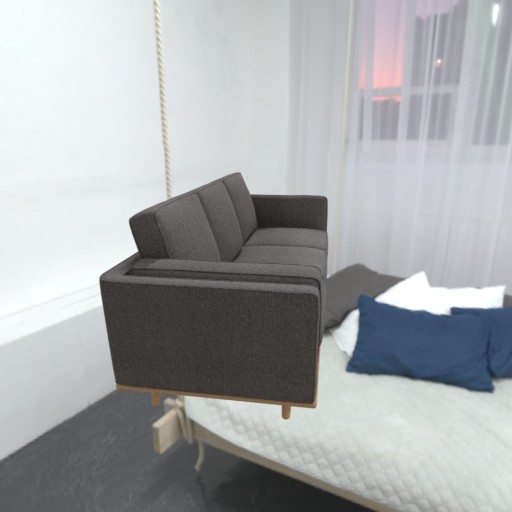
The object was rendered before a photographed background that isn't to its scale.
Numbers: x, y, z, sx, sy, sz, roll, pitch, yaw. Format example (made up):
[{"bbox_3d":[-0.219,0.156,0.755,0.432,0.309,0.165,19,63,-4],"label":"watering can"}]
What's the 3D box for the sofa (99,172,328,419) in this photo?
[{"bbox_3d":[0.000,0.000,2.819,0.903,0.899,2.362,3,16,9],"label":"sofa"}]
